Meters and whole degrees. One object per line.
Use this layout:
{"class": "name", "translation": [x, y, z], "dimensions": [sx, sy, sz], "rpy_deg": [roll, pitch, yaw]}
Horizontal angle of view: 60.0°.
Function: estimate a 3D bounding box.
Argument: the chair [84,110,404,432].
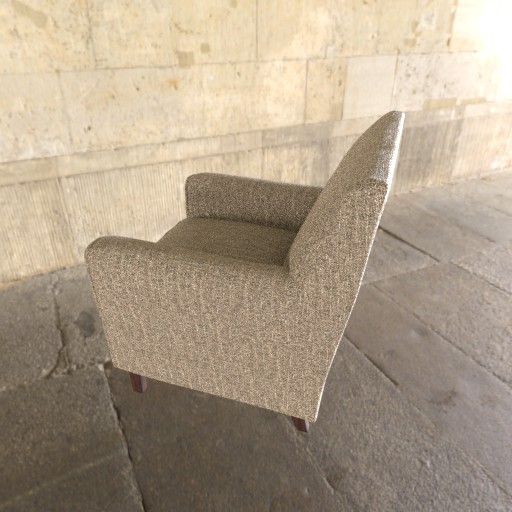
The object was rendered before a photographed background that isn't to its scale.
{"class": "chair", "translation": [0.000, 0.000, 1.616], "dimensions": [0.873, 0.928, 0.864], "rpy_deg": [9, 30, 16]}
